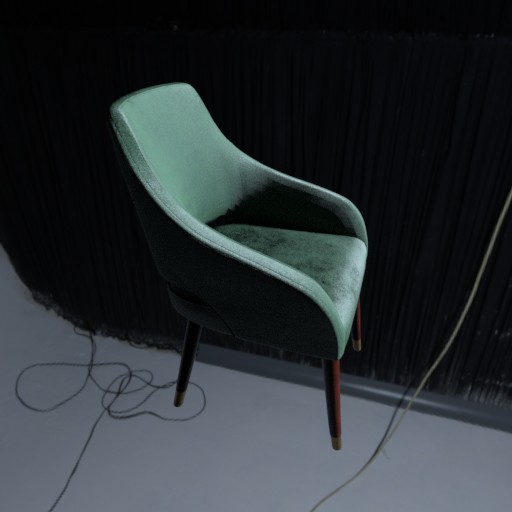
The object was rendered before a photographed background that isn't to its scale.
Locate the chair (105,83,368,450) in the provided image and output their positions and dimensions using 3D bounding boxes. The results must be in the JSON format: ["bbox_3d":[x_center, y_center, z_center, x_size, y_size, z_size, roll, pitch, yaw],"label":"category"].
[{"bbox_3d":[0.000,0.000,1.571,0.794,1.081,0.683,9,31,16],"label":"chair"}]
